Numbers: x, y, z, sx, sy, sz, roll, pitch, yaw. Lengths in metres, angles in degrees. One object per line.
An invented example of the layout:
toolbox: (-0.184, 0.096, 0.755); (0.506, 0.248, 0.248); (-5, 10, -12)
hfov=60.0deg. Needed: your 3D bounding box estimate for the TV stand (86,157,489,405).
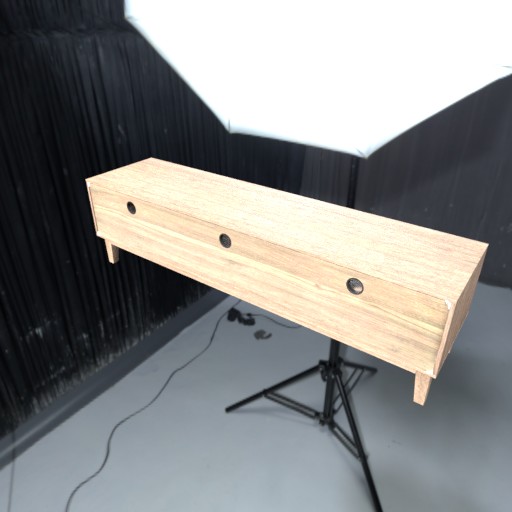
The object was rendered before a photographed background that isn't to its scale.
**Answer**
TV stand: (0.000, 0.000, 1.697); (1.482, 0.409, 0.366); (20, 35, 30)
